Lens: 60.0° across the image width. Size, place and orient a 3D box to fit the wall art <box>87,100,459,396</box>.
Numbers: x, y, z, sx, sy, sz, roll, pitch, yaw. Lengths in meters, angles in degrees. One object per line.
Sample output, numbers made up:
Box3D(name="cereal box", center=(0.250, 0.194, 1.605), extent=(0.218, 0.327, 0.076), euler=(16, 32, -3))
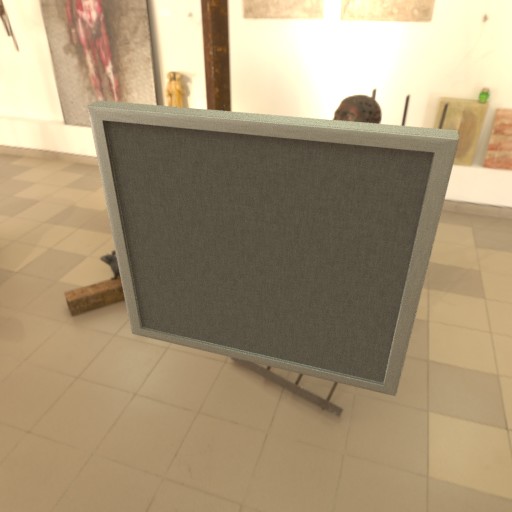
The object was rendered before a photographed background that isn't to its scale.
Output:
Box3D(name="wall art", center=(0.000, 0.000, 0.533), extent=(0.380, 0.330, 0.028), euler=(10, 33, 15))
